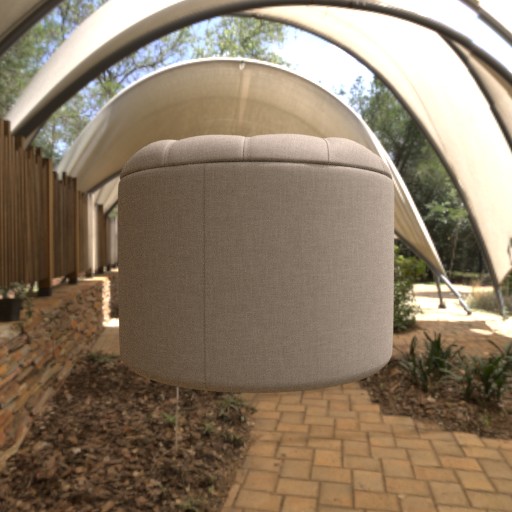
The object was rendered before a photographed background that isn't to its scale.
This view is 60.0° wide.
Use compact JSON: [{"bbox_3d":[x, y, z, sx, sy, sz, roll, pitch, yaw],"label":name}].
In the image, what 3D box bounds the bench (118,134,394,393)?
[{"bbox_3d":[0.000,0.000,1.009,0.600,0.453,0.600,0,1,0],"label":"bench"}]
